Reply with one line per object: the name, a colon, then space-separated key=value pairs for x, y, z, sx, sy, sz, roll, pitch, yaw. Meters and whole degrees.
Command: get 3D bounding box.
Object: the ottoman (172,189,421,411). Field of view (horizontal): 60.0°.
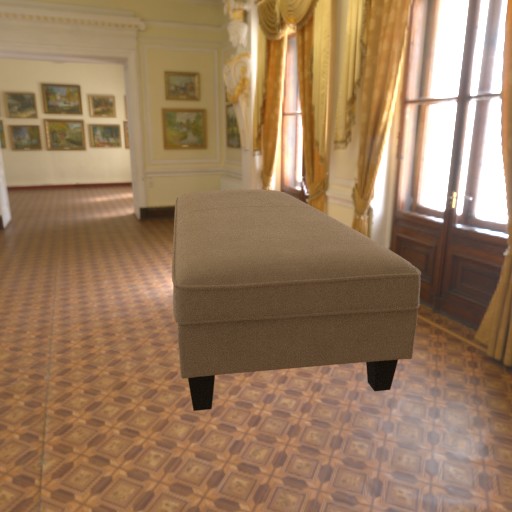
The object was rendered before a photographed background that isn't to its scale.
ottoman: x=0.000 y=0.000 z=2.033 sx=0.735 sy=0.460 sz=1.726 roll=-3 pitch=15 yaw=-9
